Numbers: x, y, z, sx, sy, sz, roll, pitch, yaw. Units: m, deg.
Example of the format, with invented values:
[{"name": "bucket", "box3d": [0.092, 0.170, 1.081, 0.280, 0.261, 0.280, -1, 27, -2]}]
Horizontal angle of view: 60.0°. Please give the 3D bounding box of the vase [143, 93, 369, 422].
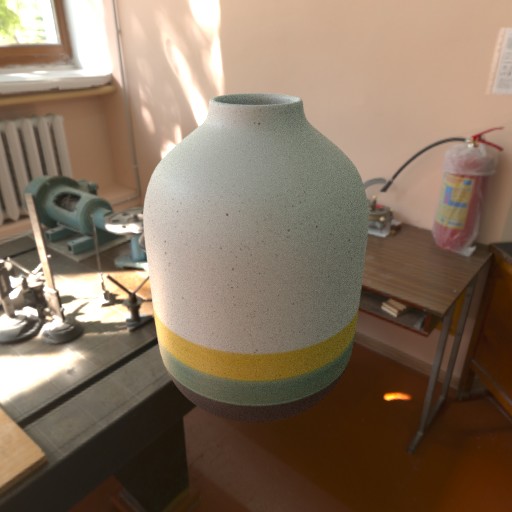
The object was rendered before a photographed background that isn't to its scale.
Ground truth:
[{"name": "vase", "box3d": [0.000, 0.000, 0.356, 0.169, 0.240, 0.169, 0, 27, 0]}]
